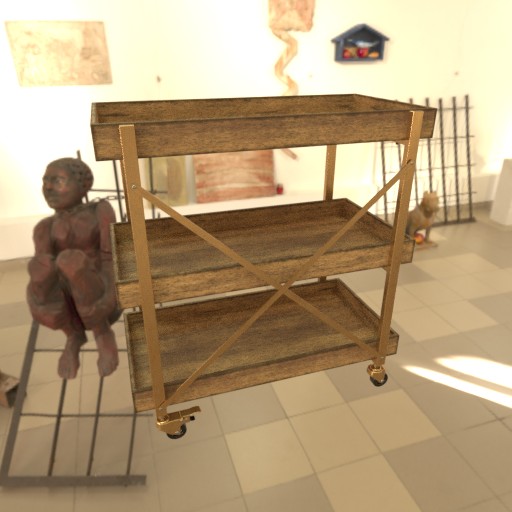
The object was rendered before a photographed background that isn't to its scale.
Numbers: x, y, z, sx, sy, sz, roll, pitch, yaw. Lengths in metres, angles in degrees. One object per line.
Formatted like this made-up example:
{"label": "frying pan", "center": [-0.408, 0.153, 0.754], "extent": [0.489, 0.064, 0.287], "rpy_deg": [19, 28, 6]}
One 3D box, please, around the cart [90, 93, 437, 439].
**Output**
{"label": "cart", "center": [0.000, 0.000, 1.231], "extent": [0.750, 0.799, 0.416], "rpy_deg": [-8, 26, -16]}
